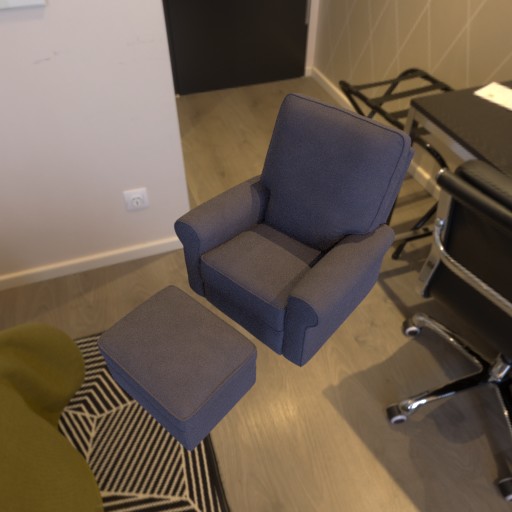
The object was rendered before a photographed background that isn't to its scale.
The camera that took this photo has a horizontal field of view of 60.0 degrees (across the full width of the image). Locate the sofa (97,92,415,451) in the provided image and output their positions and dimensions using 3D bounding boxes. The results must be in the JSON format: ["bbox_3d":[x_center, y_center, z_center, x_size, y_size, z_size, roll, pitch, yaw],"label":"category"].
[{"bbox_3d":[0.000,0.000,2.039,0.880,0.959,1.478,31,53,27],"label":"sofa"}]
